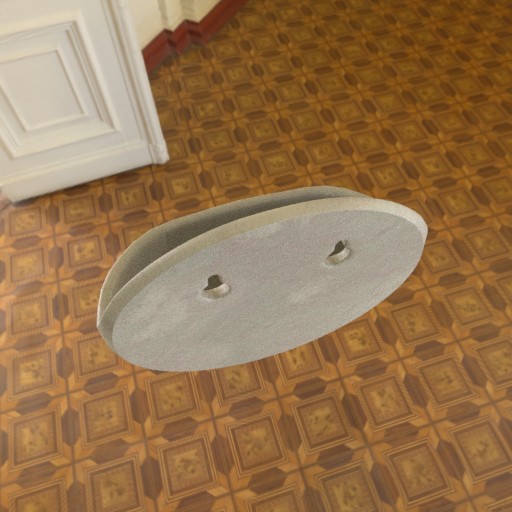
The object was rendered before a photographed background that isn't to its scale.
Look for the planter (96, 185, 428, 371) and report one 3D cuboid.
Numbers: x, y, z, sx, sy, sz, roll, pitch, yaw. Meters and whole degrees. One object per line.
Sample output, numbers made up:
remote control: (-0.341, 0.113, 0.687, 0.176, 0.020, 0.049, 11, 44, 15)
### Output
planter: (0.000, 0.000, 0.267, 0.190, 0.164, 0.073, -15, 59, -9)
